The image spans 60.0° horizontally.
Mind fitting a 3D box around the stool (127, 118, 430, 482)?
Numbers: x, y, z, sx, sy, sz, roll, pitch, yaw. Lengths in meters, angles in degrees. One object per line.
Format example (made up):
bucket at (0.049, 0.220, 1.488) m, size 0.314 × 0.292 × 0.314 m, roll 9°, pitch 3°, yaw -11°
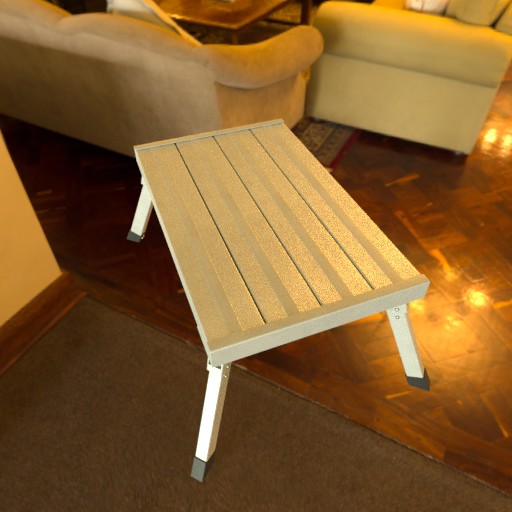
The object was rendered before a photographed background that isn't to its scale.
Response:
stool at (0.000, 0.000, 0.735) m, size 0.385 × 0.225 × 0.535 m, roll -15°, pitch 46°, yaw -15°
